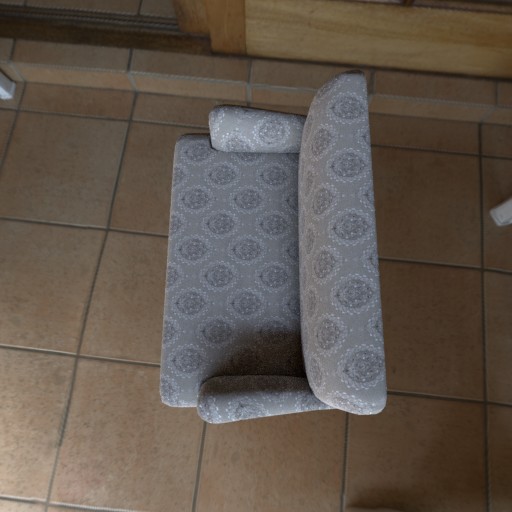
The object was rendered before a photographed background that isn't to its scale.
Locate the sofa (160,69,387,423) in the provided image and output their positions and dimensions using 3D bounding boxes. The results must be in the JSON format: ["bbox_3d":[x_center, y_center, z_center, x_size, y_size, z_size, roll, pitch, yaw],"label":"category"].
[{"bbox_3d":[0.000,0.000,1.849,0.779,0.889,1.297,0,75,0],"label":"sofa"}]
